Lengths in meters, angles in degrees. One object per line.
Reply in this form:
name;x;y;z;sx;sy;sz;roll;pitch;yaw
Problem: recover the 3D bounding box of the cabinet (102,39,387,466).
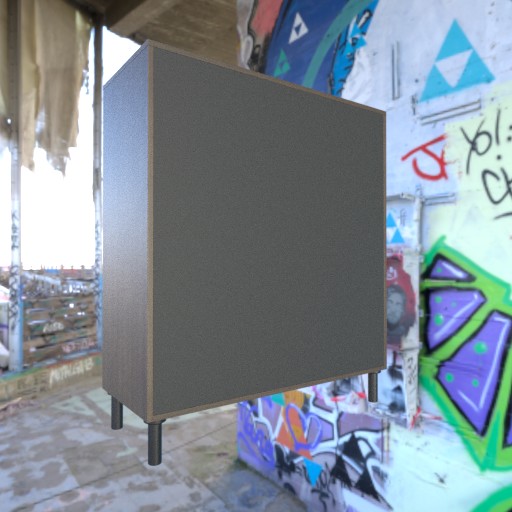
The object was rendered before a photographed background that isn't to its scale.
cabinet;0.000;0.000;1.653;1.010;1.170;0.400;0;-1;-36
